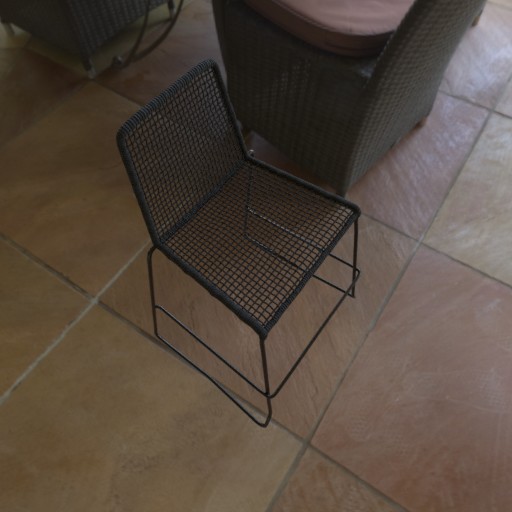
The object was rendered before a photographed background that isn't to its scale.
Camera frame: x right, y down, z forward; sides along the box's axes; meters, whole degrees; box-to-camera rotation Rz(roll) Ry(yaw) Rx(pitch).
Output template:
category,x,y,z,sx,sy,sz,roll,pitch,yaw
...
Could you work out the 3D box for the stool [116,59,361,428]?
category,x,y,z,sx,sy,sz,roll,pitch,yaw
stool,0.000,0.000,1.245,0.509,0.905,0.590,32,64,18
